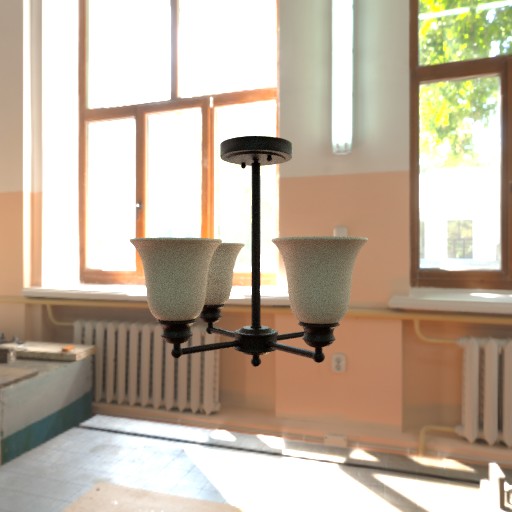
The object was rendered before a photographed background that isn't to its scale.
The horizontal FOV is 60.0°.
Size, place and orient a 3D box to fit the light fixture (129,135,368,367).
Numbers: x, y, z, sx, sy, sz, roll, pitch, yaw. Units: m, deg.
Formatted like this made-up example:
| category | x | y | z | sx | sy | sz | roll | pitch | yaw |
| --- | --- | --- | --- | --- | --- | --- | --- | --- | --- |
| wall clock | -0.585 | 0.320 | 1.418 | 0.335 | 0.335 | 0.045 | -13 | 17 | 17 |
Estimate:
| category | x | y | z | sx | sy | sz | roll | pitch | yaw |
| --- | --- | --- | --- | --- | --- | --- | --- | --- | --- |
| light fixture | 0.000 | 0.000 | 1.853 | 1.069 | 0.925 | 1.069 | 0 | 0 | -37 |
